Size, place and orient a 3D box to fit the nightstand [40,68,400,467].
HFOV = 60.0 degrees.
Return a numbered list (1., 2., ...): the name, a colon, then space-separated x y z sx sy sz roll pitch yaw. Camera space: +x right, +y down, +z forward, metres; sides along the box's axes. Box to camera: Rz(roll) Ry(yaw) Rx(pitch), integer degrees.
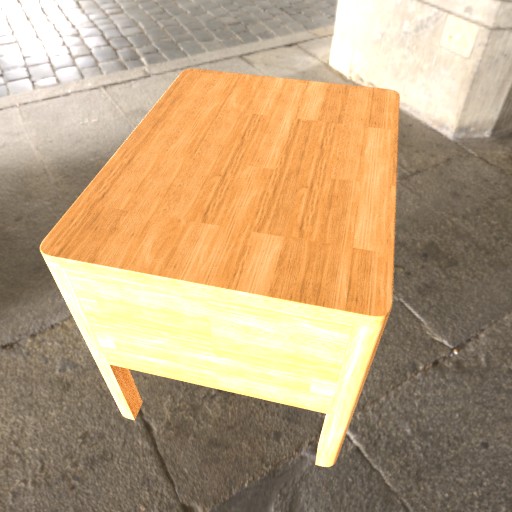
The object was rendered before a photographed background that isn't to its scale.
1. nightstand: 0.000 0.000 0.877 0.440 0.470 0.560 10 47 9
